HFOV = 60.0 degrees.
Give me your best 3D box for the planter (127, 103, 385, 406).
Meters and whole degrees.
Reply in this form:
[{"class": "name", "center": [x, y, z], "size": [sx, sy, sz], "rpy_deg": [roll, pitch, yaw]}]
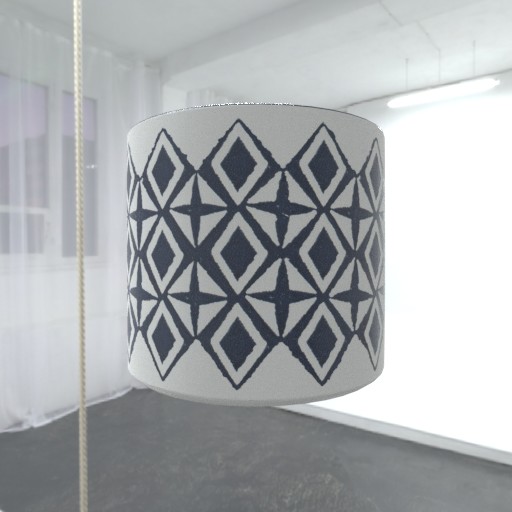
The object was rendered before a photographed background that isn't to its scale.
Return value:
[{"class": "planter", "center": [0.000, 0.000, 0.325], "size": [0.182, 0.165, 0.182], "rpy_deg": [0, 1, 0]}]
